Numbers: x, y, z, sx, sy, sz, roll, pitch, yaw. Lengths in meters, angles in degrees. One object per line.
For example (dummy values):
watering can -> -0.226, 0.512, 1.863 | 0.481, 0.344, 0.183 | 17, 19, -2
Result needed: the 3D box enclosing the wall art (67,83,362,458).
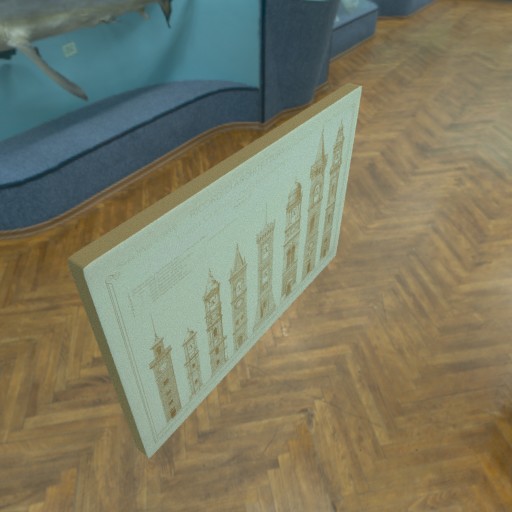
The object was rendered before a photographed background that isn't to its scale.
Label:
wall art -> 0.000, 0.000, 0.471 | 0.019, 0.254, 0.380 | 26, 47, 27
